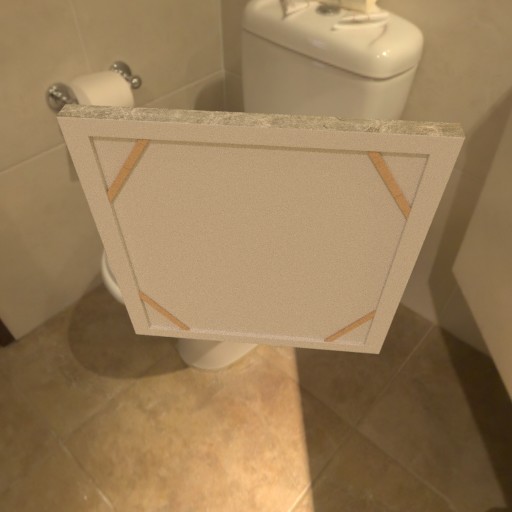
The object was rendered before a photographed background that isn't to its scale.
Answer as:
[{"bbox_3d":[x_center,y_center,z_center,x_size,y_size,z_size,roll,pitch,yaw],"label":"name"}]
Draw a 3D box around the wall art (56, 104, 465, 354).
[{"bbox_3d":[0.000,0.000,0.895,0.610,0.610,0.038,4,48,4],"label":"wall art"}]
